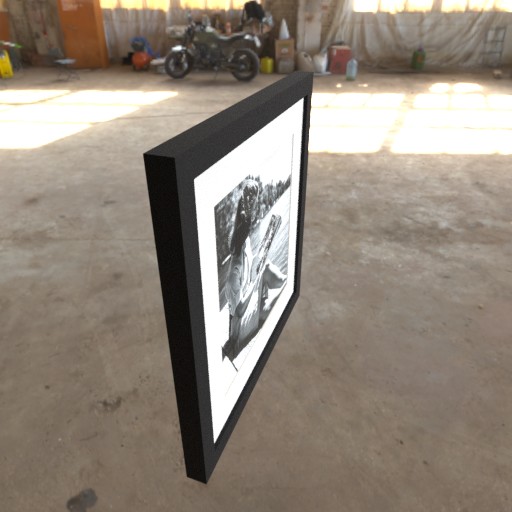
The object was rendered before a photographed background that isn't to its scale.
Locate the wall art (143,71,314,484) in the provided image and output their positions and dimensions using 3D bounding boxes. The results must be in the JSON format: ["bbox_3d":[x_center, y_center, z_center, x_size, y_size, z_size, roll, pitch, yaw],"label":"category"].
[{"bbox_3d":[0.000,0.000,0.674,0.030,0.458,0.462,11,33,18],"label":"wall art"}]
